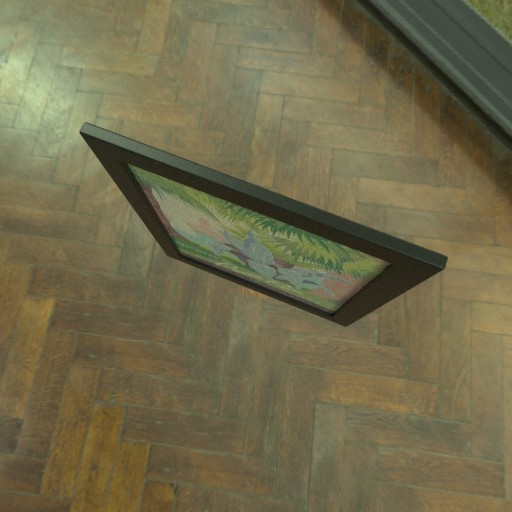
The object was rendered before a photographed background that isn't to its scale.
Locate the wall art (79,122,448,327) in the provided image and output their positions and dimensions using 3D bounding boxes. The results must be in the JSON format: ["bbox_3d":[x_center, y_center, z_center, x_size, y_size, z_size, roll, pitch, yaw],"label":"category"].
[{"bbox_3d":[0.000,0.000,0.822,0.481,0.582,0.018,21,75,6],"label":"wall art"}]
